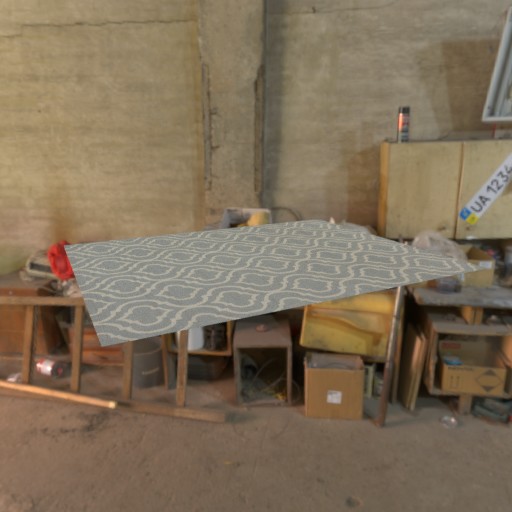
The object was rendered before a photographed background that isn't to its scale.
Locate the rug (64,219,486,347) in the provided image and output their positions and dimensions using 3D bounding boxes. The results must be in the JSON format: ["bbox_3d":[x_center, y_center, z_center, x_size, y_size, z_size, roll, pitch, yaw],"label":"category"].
[{"bbox_3d":[0.000,0.000,3.821,2.892,0.006,2.283,-8,17,-26],"label":"rug"}]
